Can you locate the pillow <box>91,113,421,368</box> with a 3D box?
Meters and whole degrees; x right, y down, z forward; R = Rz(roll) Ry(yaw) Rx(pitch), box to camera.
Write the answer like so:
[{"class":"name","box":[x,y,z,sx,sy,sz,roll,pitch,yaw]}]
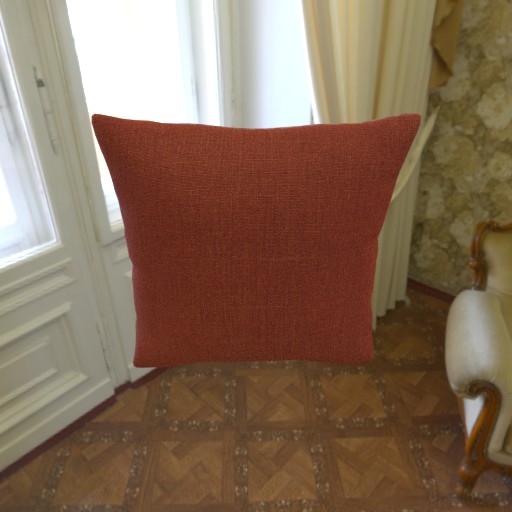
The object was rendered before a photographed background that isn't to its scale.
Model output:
[{"class":"pillow","box":[0.000,0.000,0.682,0.429,0.434,0.159,-2,30,-3]}]
